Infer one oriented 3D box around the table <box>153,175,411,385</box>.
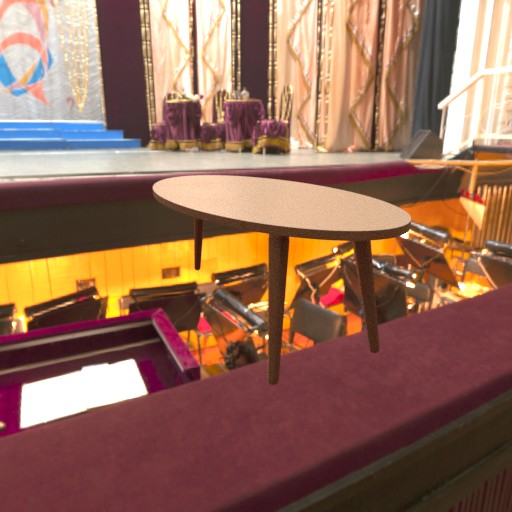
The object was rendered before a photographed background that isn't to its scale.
[{"bbox_3d":[0.000,0.000,1.373,0.542,0.390,1.083,-9,19,-27],"label":"table"}]
